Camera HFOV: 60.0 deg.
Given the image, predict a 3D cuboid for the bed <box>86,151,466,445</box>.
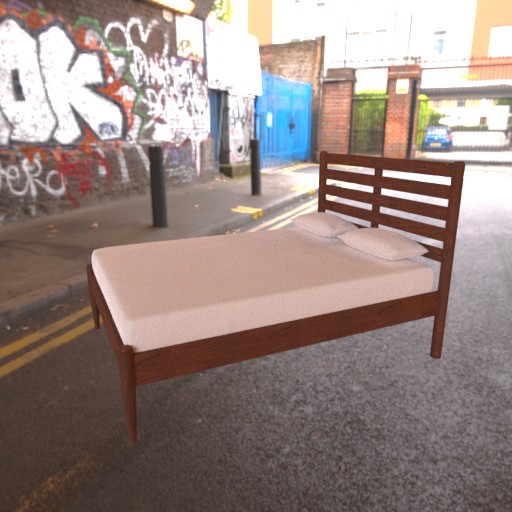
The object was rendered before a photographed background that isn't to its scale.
[{"bbox_3d":[0.000,0.000,3.048,2.093,1.304,1.509,-7,18,-25],"label":"bed"}]
